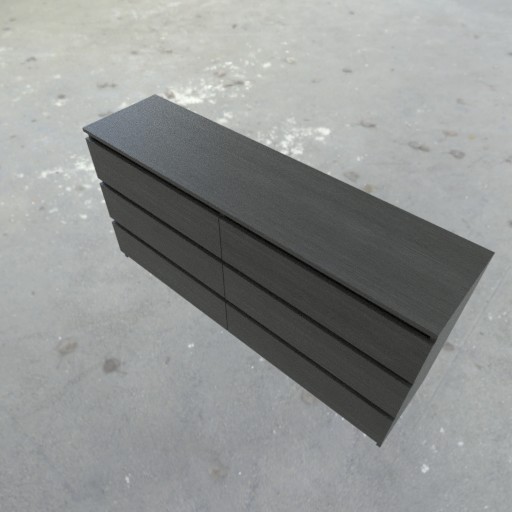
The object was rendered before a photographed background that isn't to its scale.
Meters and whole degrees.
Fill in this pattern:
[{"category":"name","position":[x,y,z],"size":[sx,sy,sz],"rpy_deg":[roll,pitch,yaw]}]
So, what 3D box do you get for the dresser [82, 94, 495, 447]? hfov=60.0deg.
[{"category":"dresser","position":[0.000,0.000,1.899],"size":[1.590,0.795,0.400],"rpy_deg":[32,54,27]}]
